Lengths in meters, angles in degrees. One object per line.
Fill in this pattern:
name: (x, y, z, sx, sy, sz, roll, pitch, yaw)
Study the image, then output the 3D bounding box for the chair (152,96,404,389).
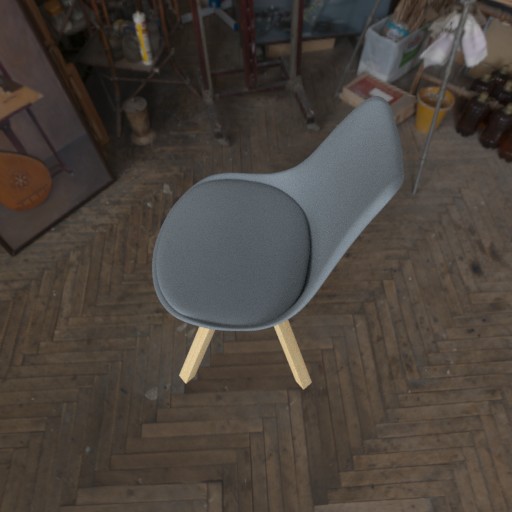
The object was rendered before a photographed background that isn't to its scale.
chair: (0.000, 0.000, 1.190, 0.549, 0.850, 0.485, 3, 58, 2)
